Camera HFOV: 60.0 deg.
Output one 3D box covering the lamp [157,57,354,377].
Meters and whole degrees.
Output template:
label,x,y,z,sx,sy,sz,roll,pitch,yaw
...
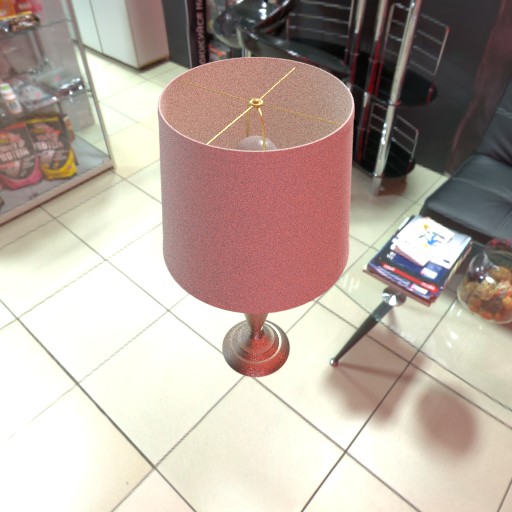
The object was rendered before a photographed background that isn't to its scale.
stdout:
label,x,y,z,sx,sy,sz,roll,pitch,yaw
lamp,0.000,0.000,0.820,0.328,0.619,0.328,0,46,0
